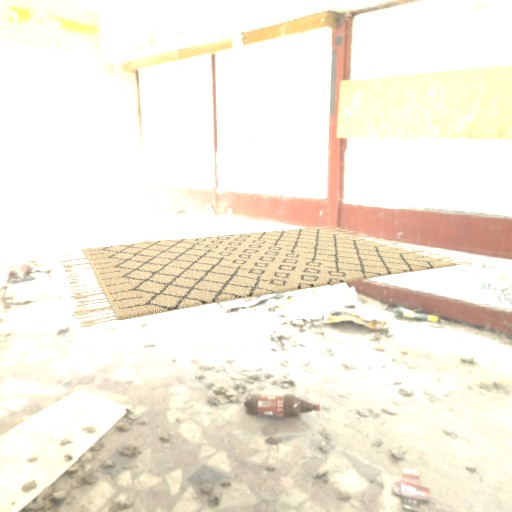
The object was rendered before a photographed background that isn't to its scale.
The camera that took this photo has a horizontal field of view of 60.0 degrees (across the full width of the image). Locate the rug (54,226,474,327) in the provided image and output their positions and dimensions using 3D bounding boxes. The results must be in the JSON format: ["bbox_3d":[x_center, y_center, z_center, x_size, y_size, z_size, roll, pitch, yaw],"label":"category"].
[{"bbox_3d":[0.000,0.000,3.216,2.615,0.029,1.664,-7,15,-26],"label":"rug"}]
